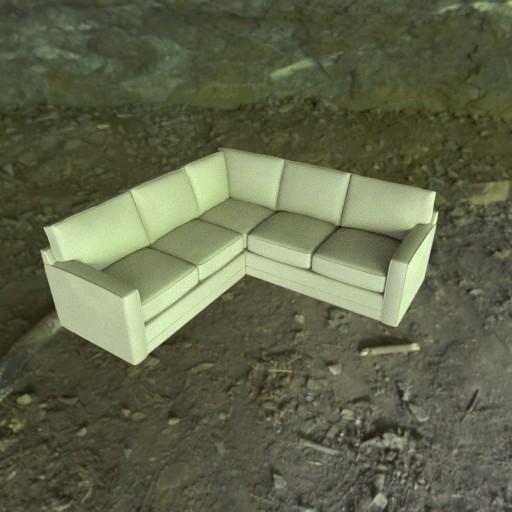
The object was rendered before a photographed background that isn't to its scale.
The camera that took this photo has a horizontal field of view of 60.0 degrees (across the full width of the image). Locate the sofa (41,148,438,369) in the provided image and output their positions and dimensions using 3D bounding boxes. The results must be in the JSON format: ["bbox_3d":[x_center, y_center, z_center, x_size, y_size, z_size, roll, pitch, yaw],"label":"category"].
[{"bbox_3d":[0.000,0.000,3.466,2.189,0.939,2.182,18,35,28],"label":"sofa"}]
